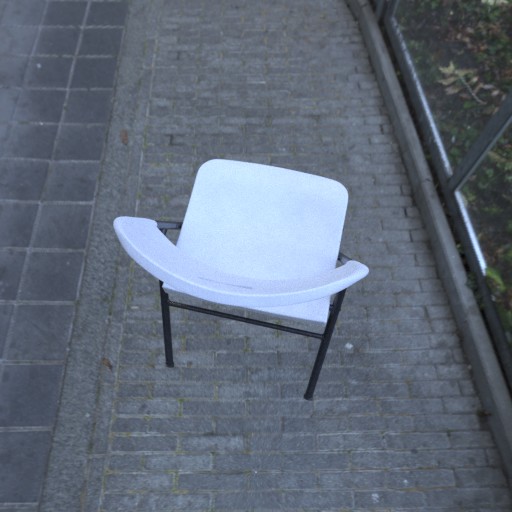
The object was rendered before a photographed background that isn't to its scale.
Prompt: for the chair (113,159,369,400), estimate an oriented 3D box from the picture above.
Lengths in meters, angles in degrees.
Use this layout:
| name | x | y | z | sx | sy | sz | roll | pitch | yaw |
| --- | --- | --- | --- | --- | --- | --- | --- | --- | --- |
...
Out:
| name | x | y | z | sx | sy | sz | roll | pitch | yaw |
| --- | --- | --- | --- | --- | --- | --- | --- | --- | --- |
| chair | 0.000 | 0.000 | 1.190 | 0.494 | 0.810 | 0.566 | 12 | 65 | 6 |
